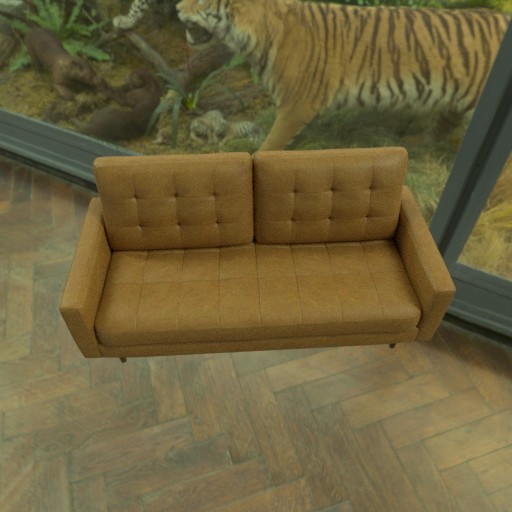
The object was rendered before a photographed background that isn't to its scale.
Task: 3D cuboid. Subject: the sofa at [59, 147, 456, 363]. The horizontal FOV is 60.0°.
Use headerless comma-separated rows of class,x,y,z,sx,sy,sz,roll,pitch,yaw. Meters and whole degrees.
sofa,0.000,0.000,2.334,1.821,0.898,0.850,-3,47,-2
